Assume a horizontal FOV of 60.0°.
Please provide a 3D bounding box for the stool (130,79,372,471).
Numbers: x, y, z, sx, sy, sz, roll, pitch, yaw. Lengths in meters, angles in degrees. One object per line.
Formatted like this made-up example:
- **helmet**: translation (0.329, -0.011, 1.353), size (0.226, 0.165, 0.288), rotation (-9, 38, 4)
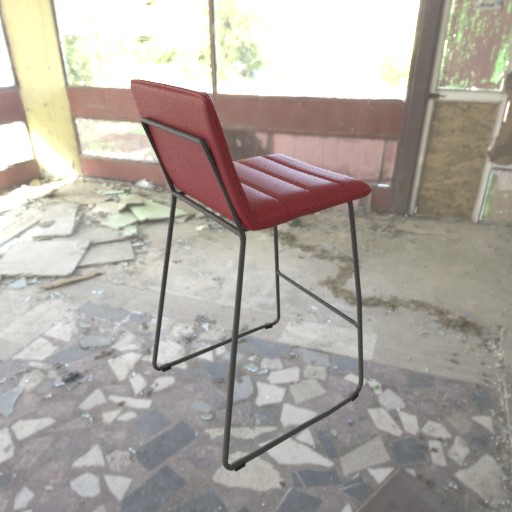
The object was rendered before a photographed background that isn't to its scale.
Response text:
- **stool**: translation (0.000, 0.000, 1.250), size (0.524, 0.937, 0.489), rotation (-17, 31, -30)
